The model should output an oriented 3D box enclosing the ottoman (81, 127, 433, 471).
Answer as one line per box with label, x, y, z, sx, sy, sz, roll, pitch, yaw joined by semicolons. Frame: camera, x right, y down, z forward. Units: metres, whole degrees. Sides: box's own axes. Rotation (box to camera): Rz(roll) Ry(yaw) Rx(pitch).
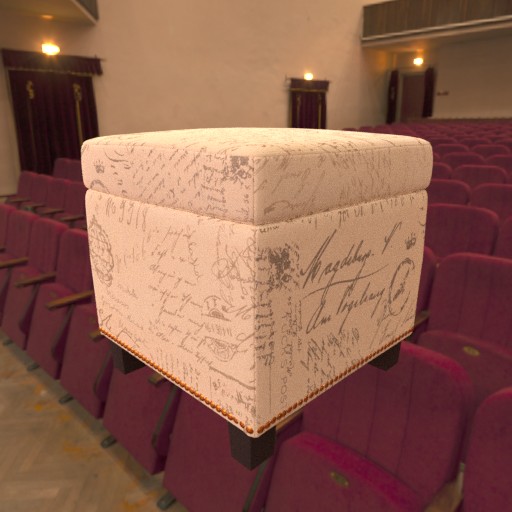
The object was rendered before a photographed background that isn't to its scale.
ottoman;0.000;0.000;0.823;0.450;0.457;0.449;-16;23;-42
